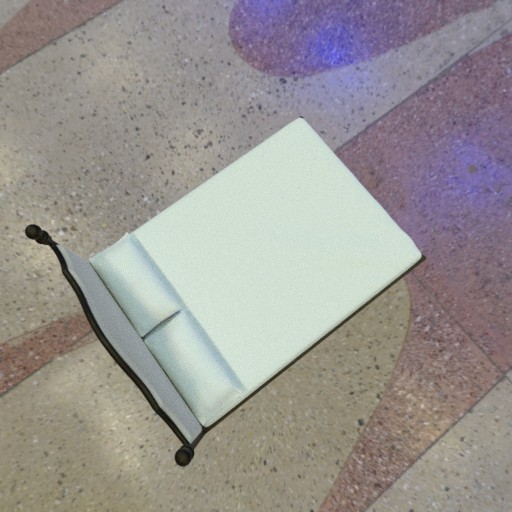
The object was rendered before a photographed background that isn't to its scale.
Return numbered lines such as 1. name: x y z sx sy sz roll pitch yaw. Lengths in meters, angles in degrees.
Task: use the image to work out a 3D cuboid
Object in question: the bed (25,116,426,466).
1. bed: 0.000 0.000 3.306 2.224 1.499 1.642 -36 79 -8
